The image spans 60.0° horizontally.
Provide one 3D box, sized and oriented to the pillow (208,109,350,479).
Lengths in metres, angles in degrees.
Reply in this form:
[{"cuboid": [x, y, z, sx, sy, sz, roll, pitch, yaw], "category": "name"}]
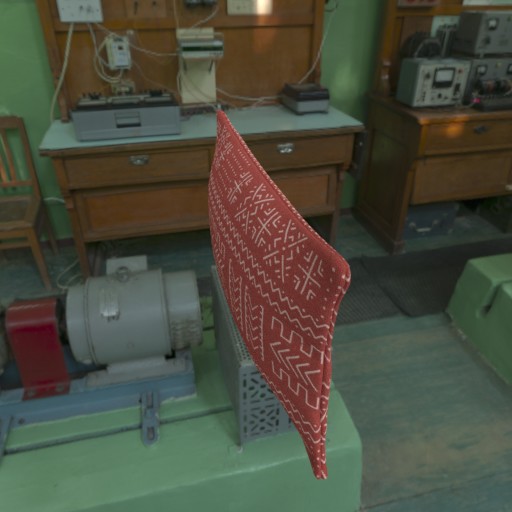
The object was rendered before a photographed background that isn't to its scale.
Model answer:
[{"cuboid": [0.000, 0.000, 0.773, 0.130, 0.352, 0.640, -8, 33, -13], "category": "pillow"}]
